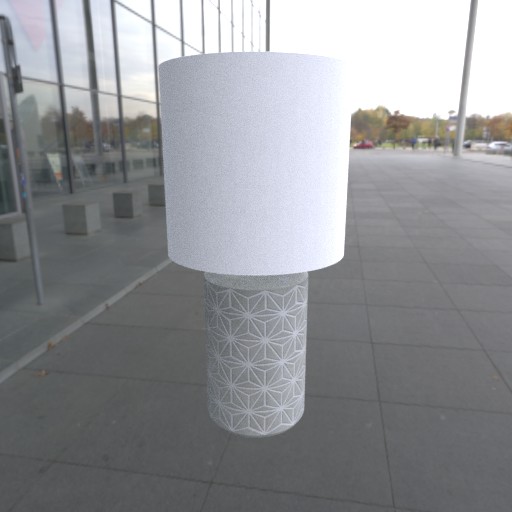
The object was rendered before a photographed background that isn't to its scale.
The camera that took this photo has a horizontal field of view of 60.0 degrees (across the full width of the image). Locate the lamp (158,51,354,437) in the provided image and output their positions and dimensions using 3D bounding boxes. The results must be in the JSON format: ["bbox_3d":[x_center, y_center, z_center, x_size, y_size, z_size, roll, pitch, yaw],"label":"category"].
[{"bbox_3d":[0.000,0.000,0.531,0.206,0.416,0.206,7,16,25],"label":"lamp"}]
